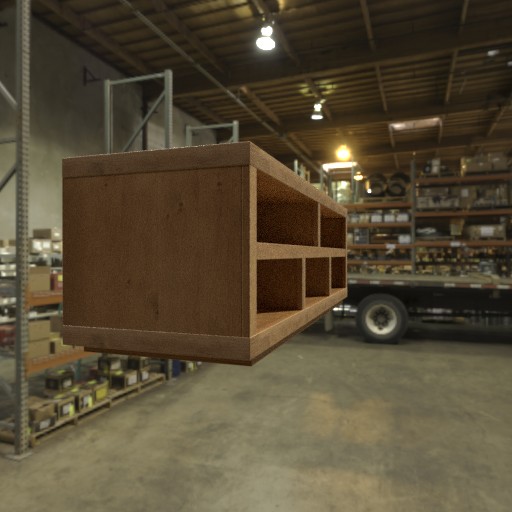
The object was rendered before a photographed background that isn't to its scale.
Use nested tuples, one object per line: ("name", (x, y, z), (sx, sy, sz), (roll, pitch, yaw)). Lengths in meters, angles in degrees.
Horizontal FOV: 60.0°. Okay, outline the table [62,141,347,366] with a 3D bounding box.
("table", (0.000, 0.000, 1.725), (0.499, 0.491, 1.499), (0, 0, 19))
